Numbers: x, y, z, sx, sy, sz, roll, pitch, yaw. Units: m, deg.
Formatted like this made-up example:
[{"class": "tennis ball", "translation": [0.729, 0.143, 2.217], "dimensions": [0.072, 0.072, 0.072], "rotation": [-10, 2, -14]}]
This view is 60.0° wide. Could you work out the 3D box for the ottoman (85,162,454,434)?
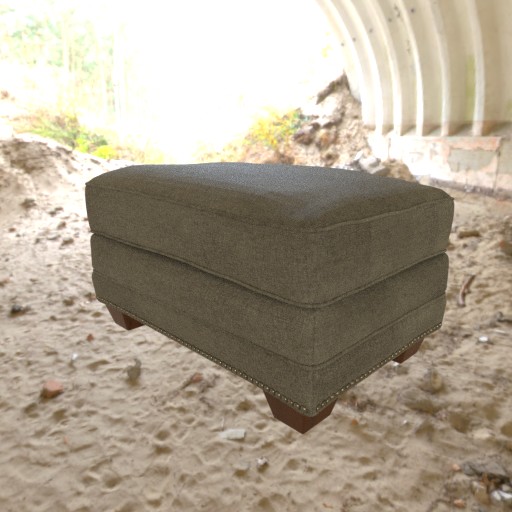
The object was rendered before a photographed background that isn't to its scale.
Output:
[{"class": "ottoman", "translation": [0.000, 0.000, 1.139], "dimensions": [0.561, 0.457, 0.813], "rotation": [-15, 21, -43]}]
